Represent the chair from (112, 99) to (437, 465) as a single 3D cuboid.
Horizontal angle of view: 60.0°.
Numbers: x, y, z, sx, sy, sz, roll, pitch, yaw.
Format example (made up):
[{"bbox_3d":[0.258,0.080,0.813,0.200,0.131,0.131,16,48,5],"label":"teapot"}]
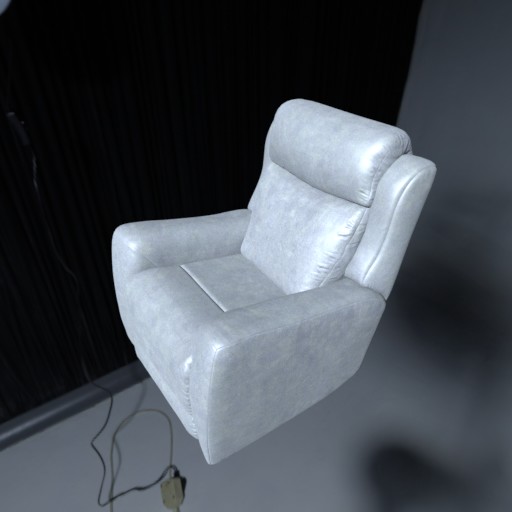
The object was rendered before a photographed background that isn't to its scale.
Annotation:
[{"bbox_3d":[0.000,0.000,1.933,1.068,1.116,0.967,-20,38,-28],"label":"chair"}]
